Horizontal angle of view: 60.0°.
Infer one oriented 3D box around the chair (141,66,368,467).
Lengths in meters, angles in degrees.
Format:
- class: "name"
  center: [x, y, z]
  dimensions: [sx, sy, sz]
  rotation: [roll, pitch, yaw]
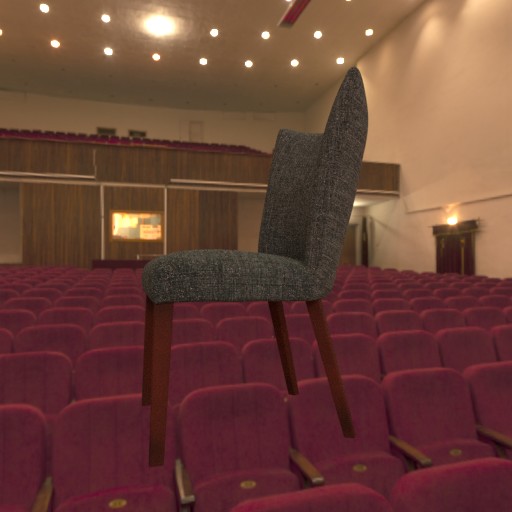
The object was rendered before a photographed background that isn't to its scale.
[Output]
- class: "chair"
  center: [0.000, 0.000, 1.274]
  dimensions: [0.623, 0.924, 0.535]
  rotation: [0, -2, -16]
